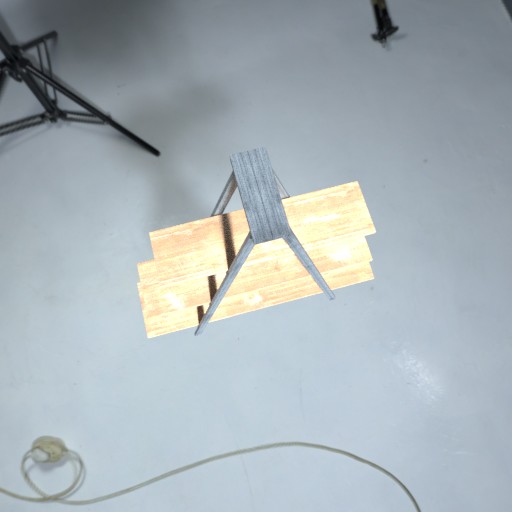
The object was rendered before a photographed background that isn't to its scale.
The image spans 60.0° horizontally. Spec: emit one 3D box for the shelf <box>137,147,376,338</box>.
[{"bbox_3d":[0.000,0.000,2.730,1.746,1.808,0.508,-14,74,-4],"label":"shelf"}]
